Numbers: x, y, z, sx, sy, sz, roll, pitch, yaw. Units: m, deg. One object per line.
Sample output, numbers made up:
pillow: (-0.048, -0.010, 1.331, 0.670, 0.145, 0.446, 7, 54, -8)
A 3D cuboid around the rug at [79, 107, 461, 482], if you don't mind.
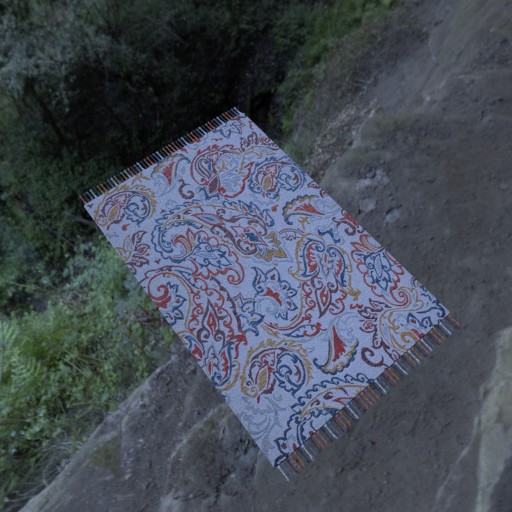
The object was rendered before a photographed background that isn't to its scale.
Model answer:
rug: (0.000, 0.000, 2.531, 1.218, 0.010, 1.997, -35, 68, -16)
